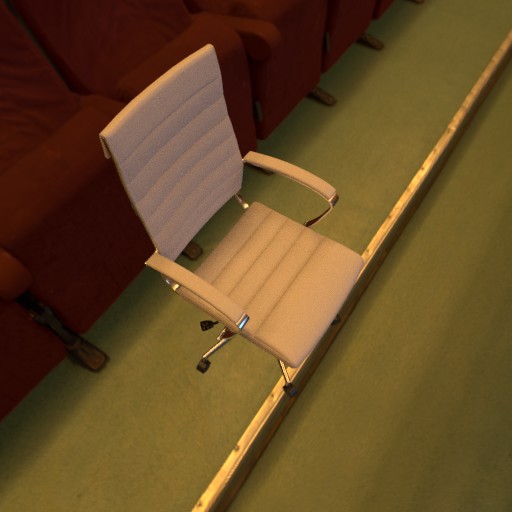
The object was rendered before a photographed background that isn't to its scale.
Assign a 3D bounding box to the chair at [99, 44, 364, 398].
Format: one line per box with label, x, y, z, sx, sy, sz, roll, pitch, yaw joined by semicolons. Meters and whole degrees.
chair;0.000;0.000;1.552;0.667;1.149;0.679;30;64;17
